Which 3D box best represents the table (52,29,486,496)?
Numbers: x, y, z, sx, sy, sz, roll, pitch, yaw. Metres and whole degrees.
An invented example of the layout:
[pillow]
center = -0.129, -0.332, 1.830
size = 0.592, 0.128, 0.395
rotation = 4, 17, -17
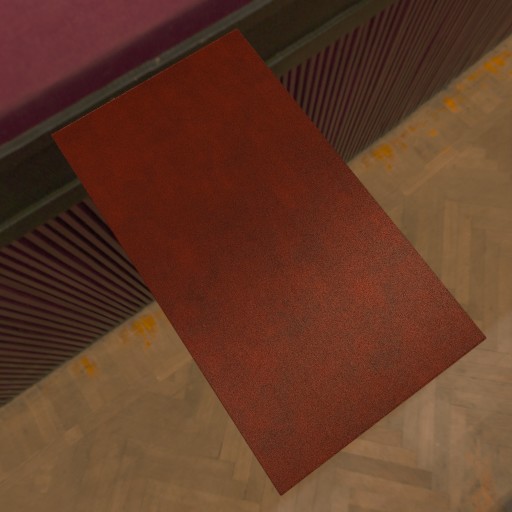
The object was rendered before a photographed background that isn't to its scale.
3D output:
[table]
center = 0.000, 0.000, 1.210
size = 0.533, 0.456, 0.943
rotation = -34, 78, -8
